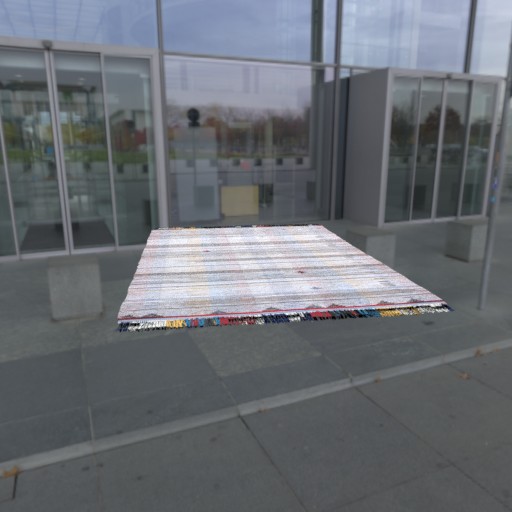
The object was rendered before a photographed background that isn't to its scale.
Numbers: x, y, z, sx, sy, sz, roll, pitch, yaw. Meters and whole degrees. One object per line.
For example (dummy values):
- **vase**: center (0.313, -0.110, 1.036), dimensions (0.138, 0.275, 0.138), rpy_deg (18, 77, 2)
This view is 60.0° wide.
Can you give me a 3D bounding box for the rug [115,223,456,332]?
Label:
- **rug**: center (0.000, 0.000, 2.360), dimensions (1.217, 0.012, 1.848), rpy_deg (-2, 14, -8)
